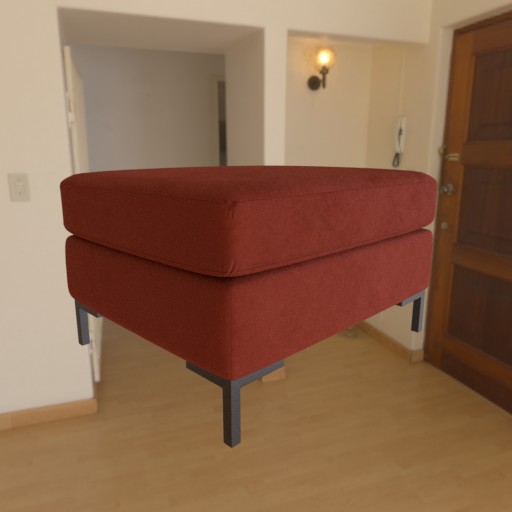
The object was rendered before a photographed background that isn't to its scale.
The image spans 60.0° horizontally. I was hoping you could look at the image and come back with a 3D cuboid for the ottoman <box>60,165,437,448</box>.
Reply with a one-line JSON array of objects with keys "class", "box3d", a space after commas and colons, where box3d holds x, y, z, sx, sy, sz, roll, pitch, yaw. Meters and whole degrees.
[{"class": "ottoman", "box3d": [0.000, 0.000, 1.177, 0.650, 0.462, 0.782, 13, 18, 43]}]
